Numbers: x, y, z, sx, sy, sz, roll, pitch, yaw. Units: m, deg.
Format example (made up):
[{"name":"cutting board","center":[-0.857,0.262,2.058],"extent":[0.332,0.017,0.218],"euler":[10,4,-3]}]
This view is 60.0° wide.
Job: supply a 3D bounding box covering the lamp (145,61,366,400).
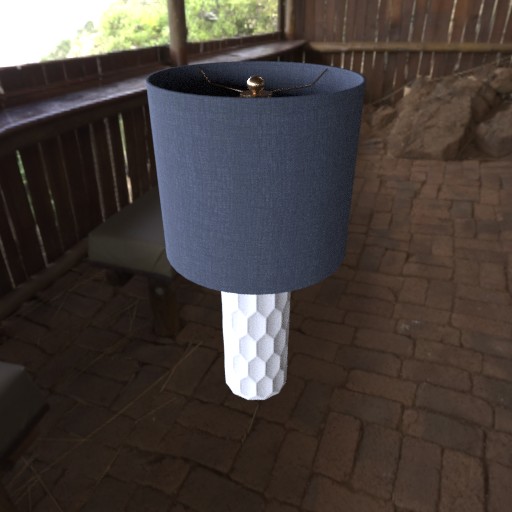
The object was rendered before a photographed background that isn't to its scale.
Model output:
[{"name":"lamp","center":[0.000,0.000,0.704],"extent":[0.277,0.537,0.277],"euler":[0,31,-1]}]
